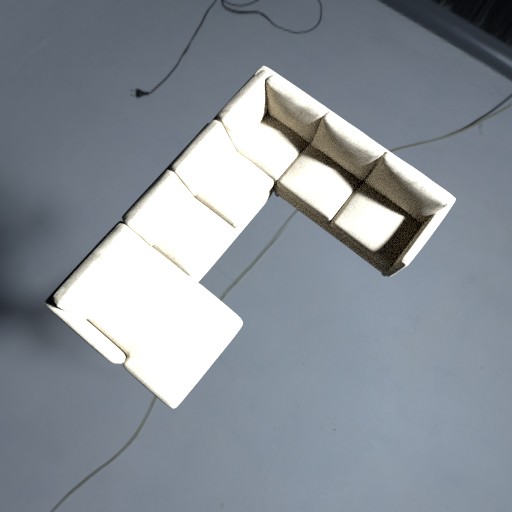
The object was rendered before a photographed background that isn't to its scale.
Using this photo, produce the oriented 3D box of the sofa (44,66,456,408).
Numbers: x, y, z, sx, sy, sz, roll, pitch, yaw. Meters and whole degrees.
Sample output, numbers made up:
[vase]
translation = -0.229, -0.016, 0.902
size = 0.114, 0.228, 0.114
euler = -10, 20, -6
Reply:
[sofa]
translation = 0.000, 0.000, 4.666
size = 2.593, 0.959, 3.460
euler = 38, 79, 9
